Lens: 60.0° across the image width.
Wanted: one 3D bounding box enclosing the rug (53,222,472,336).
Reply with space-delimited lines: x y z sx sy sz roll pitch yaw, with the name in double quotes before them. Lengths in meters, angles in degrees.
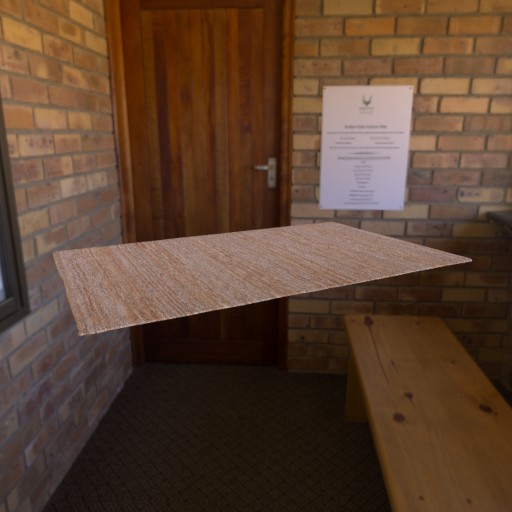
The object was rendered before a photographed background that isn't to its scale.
"rug" 0.000 0.000 3.012 2.446 0.009 1.529 -8 17 -27
